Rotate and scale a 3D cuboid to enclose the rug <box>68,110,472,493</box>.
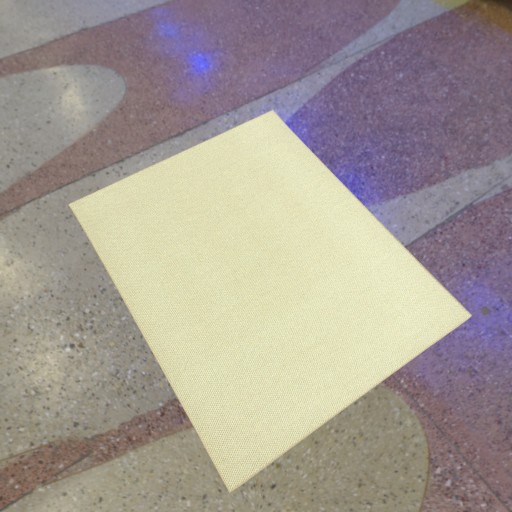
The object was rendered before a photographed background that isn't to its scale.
[{"bbox_3d":[0.000,0.000,4.098,2.462,0.018,3.039,-30,64,-16],"label":"rug"}]
